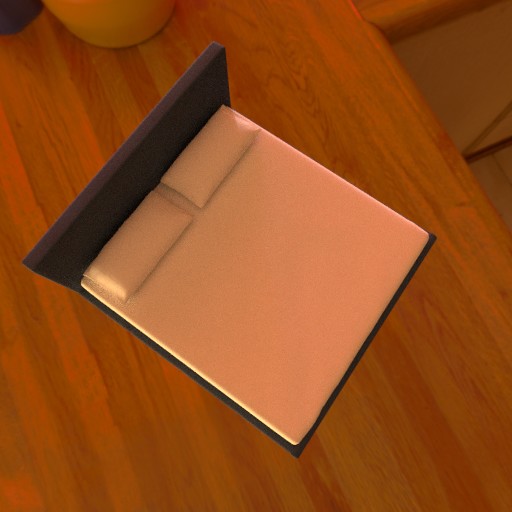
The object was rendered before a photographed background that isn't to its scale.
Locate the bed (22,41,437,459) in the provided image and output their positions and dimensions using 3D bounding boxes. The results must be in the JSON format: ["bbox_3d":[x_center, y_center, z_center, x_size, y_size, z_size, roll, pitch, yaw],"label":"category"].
[{"bbox_3d":[0.000,0.000,3.451,2.232,1.231,2.096,34,78,8],"label":"bed"}]
